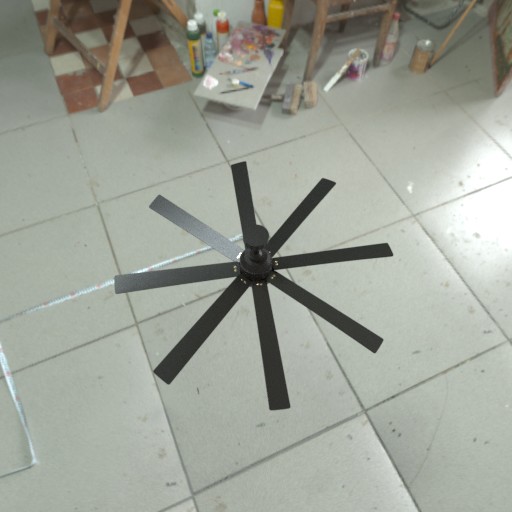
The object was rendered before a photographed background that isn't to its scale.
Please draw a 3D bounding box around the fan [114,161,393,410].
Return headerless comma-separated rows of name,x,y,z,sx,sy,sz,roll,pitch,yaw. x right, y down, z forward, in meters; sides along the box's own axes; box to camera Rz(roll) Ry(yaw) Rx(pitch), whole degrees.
fan,0.000,0.000,2.791,1.830,0.472,1.830,33,64,18
